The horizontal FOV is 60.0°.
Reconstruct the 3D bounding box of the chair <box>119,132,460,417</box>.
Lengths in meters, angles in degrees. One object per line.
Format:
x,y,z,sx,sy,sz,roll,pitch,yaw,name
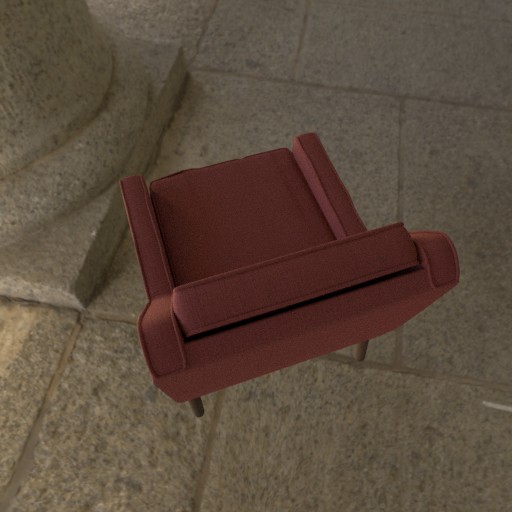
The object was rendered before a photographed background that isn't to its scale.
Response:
0.000,0.000,1.343,0.680,0.812,0.770,-16,60,-10,chair
